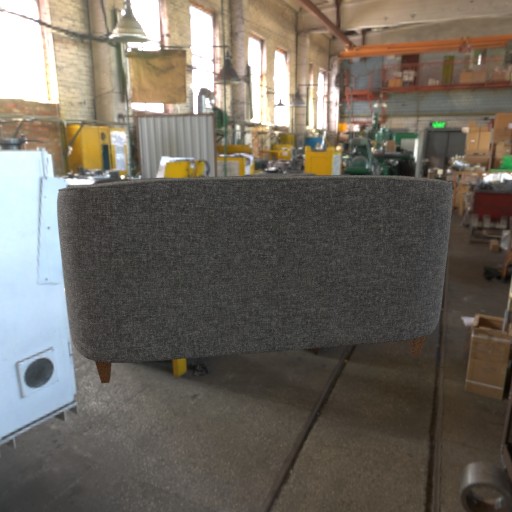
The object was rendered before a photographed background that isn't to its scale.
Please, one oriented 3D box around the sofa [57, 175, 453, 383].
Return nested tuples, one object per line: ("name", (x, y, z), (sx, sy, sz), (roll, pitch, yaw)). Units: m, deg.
("sofa", (0.000, 0.000, 2.228), (1.733, 0.855, 0.941), (-3, 15, -10))
